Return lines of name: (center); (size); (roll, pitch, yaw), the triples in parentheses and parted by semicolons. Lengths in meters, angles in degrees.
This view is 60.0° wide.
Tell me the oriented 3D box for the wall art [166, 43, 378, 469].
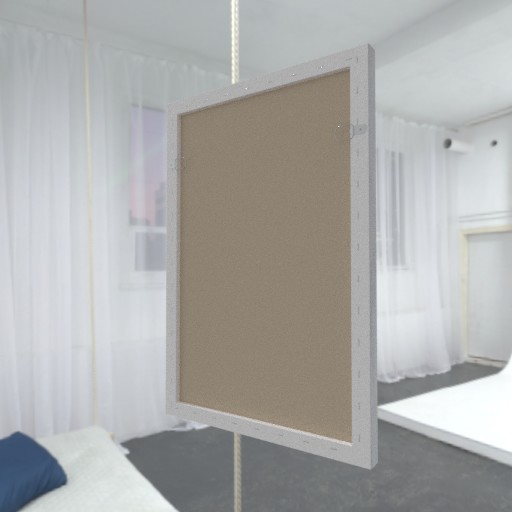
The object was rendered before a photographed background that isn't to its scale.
wall art: (0.000, 0.000, 1.144); (0.624, 0.914, 0.043); (-1, -2, 35)
